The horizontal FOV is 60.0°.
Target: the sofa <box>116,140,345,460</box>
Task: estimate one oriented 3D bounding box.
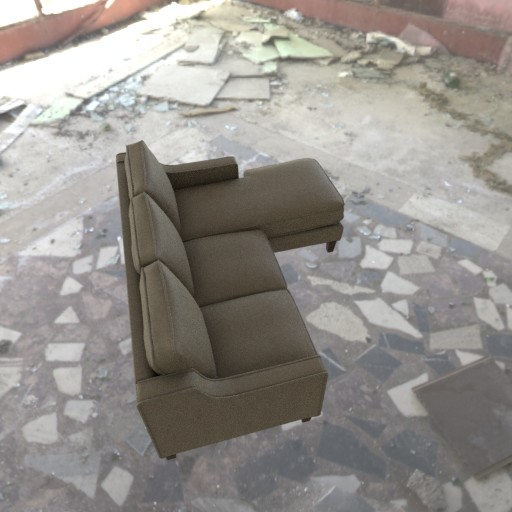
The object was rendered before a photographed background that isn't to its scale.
[{"bbox_3d":[0.000,0.000,3.366,1.858,1.081,2.317,-11,47,-11],"label":"sofa"}]
